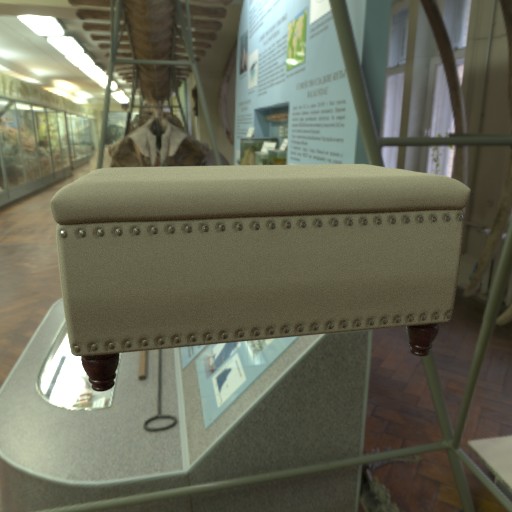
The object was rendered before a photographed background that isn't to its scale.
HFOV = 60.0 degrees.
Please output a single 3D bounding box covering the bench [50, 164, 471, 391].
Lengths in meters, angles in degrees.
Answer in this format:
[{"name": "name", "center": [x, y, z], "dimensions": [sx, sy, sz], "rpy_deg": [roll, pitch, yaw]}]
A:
[{"name": "bench", "center": [0.000, 0.000, 1.185], "dimensions": [0.887, 0.449, 0.500], "rpy_deg": [-3, 16, -11]}]
